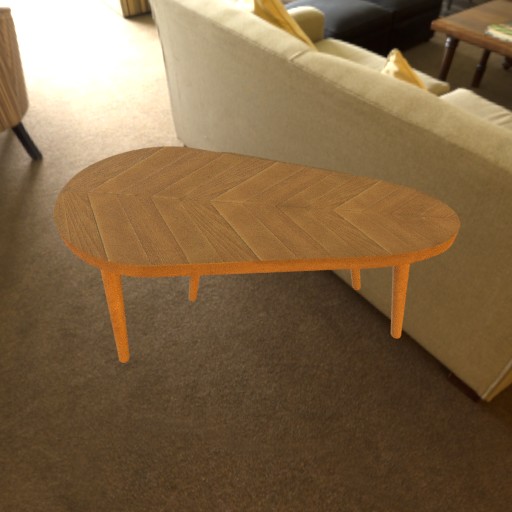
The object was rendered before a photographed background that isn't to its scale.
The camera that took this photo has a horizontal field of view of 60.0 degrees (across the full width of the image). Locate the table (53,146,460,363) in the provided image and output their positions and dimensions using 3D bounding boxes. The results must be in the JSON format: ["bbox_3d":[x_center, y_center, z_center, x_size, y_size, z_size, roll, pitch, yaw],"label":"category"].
[{"bbox_3d":[0.000,0.000,1.580,1.190,0.595,0.701,5,46,4],"label":"table"}]
